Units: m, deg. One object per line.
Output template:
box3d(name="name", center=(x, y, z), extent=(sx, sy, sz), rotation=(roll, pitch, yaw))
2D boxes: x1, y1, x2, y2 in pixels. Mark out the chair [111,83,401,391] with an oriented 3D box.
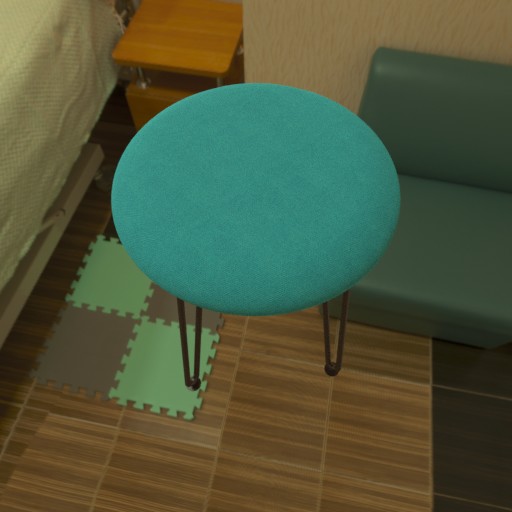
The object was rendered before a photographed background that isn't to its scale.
box3d(name="chair", center=(0.000, 0.000, 0.691), extent=(0.350, 0.430, 0.350), rotation=(-15, 60, -9))
